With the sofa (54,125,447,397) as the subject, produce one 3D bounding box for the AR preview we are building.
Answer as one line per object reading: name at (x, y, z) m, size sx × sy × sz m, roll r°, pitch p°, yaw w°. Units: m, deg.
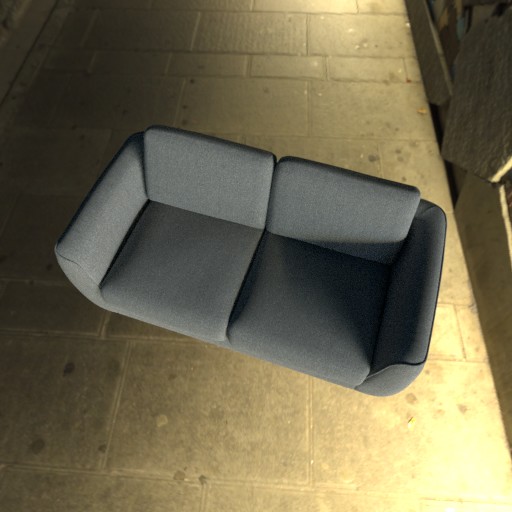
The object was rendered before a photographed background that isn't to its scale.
sofa at (0.000, 0.000, 2.222) m, size 1.700 × 0.870 × 0.920 m, roll 16°, pitch 59°, yaw 10°
